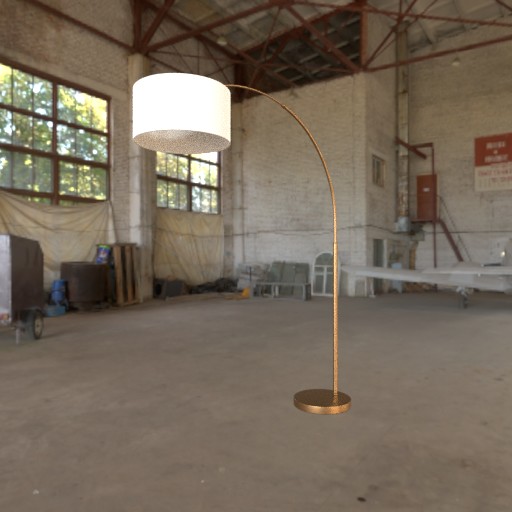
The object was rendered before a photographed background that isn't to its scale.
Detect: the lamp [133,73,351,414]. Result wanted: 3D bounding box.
[{"bbox_3d":[0.000,0.000,2.563,1.434,1.927,0.493,0,0,-36],"label":"lamp"}]
